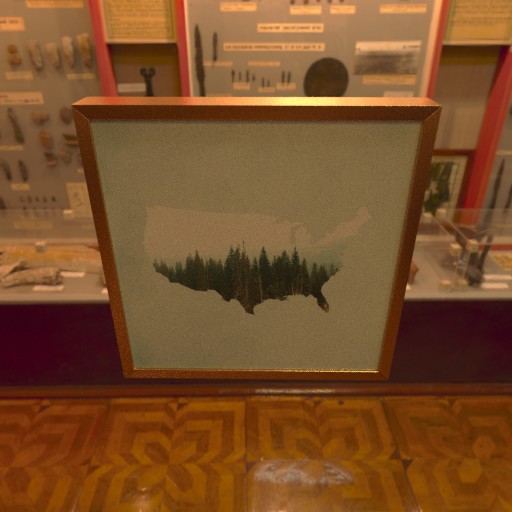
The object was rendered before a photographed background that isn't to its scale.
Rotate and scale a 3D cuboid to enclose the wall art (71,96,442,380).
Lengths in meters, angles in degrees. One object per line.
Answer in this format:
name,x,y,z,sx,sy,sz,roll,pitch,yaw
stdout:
wall art,0.000,0.000,0.454,0.304,0.304,0.038,0,29,1
